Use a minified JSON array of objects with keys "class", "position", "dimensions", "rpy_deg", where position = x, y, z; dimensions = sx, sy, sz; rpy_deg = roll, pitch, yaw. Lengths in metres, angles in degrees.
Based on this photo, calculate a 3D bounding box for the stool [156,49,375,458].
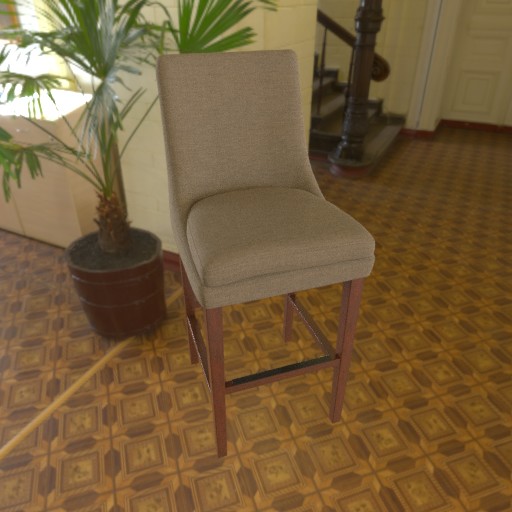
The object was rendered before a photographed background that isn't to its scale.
[{"class":"stool","position":[0.000,0.000,1.343],"dimensions":[0.470,1.078,0.577],"rpy_deg":[-10,33,-16]}]
